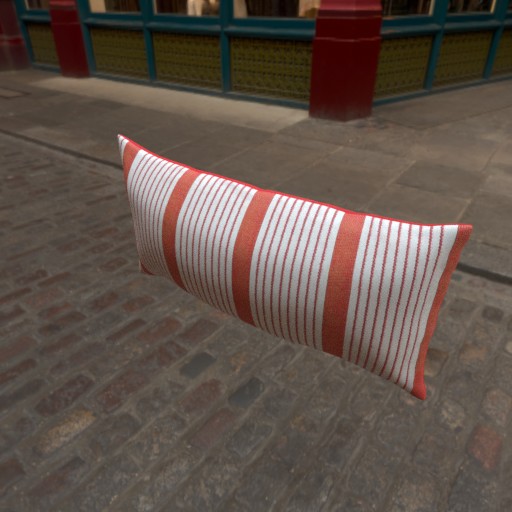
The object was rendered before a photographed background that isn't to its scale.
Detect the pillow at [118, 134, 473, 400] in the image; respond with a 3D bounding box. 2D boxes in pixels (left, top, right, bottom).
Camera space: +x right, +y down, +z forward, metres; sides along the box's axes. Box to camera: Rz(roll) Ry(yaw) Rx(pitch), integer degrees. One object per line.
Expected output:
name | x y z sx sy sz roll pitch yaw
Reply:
pillow | 0.000 0.000 0.727 0.608 0.297 0.151 20 37 29
